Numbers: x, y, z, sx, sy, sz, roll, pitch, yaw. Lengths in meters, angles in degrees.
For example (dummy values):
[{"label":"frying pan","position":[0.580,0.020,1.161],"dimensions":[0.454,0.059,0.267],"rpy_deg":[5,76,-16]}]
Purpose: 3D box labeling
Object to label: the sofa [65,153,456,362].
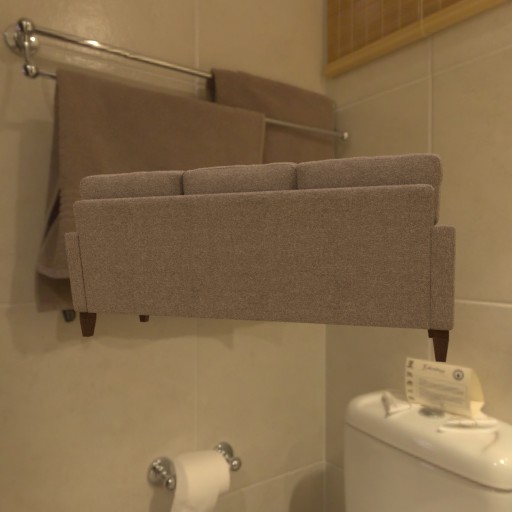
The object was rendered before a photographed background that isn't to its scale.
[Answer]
[{"label":"sofa","position":[0.000,0.000,2.650],"dimensions":[2.115,0.984,0.888],"rpy_deg":[0,0,18]}]
